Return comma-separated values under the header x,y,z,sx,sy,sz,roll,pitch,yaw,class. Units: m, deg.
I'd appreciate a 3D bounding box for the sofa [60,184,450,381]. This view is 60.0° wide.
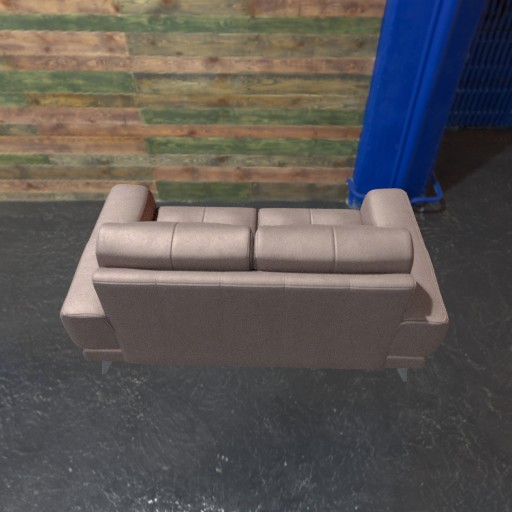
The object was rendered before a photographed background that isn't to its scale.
x,y,z,sx,sy,sz,roll,pitch,yaw,class
0.000,0.000,2.387,1.806,0.907,1.018,1,45,1,sofa
